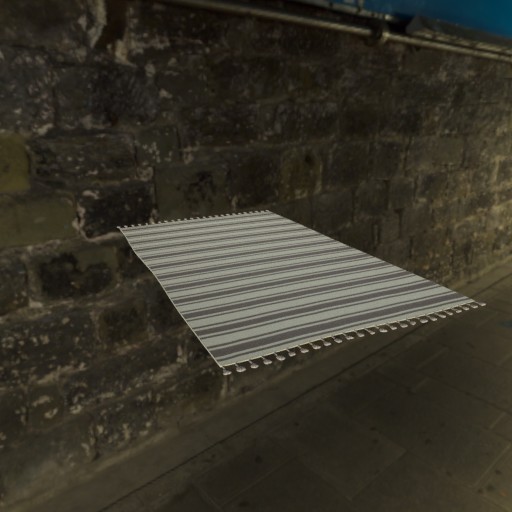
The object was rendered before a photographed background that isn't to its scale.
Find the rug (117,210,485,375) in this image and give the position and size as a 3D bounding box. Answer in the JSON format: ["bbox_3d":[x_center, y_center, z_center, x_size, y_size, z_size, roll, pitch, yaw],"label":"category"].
[{"bbox_3d":[0.000,0.000,2.562,1.229,0.011,2.096,-9,20,-24],"label":"rug"}]
